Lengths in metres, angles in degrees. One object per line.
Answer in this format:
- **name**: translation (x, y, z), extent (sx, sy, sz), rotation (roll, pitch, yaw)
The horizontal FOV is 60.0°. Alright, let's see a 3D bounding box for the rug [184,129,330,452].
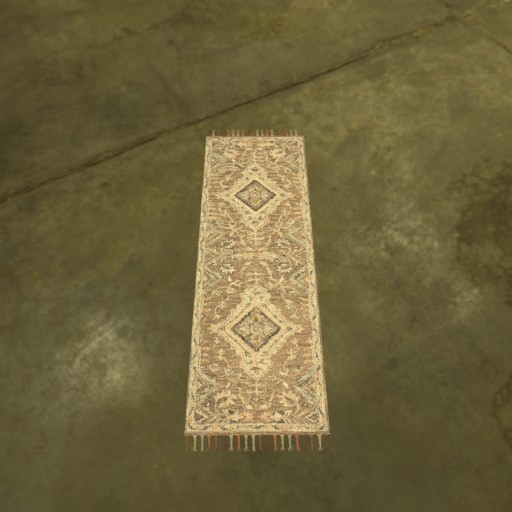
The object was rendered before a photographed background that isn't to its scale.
- **rug**: translation (0.000, 0.000, 2.799), extent (1.324, 0.018, 2.378), rotation (13, 59, 8)
